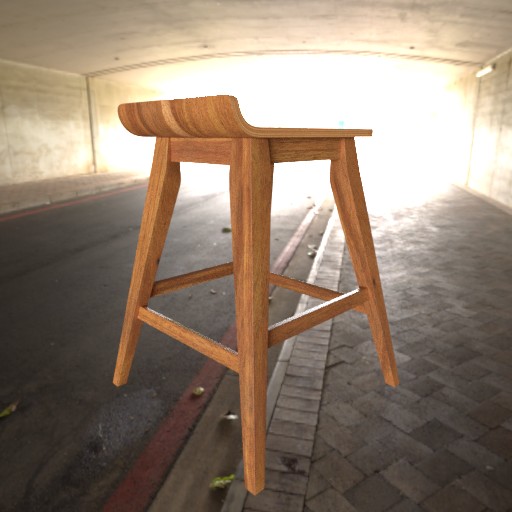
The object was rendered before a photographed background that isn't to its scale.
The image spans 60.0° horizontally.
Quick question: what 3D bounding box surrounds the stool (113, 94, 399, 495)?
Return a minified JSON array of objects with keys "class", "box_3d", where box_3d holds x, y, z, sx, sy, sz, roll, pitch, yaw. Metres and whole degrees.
[{"class":"stool","box_3d":[0.000,0.000,1.008,0.500,0.650,0.500,-15,21,-43]}]
